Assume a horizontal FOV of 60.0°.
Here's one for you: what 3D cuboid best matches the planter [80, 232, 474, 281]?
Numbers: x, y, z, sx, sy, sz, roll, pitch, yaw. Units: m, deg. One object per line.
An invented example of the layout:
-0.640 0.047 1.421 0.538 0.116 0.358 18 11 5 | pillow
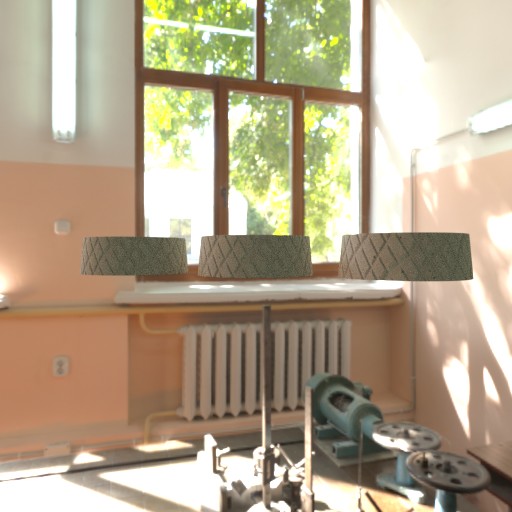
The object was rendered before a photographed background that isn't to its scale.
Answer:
0.000 0.000 0.439 0.390 0.038 0.114 0 0 18 | planter
